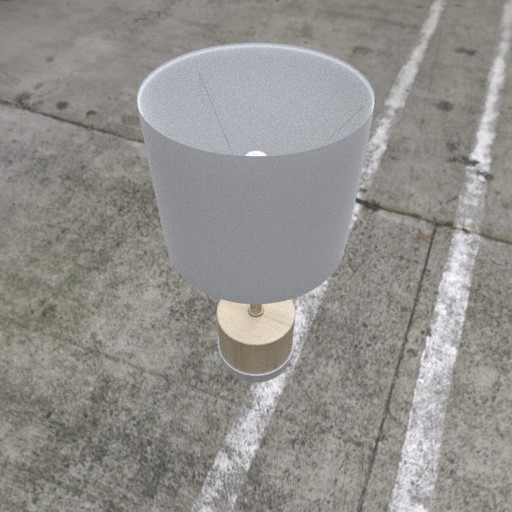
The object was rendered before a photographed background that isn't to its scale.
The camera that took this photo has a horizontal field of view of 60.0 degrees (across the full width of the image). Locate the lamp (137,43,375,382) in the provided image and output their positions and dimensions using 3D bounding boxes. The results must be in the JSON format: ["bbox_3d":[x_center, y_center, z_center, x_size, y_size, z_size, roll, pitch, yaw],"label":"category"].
[{"bbox_3d":[0.000,0.000,0.600,0.229,0.470,0.229,18,49,16],"label":"lamp"}]
